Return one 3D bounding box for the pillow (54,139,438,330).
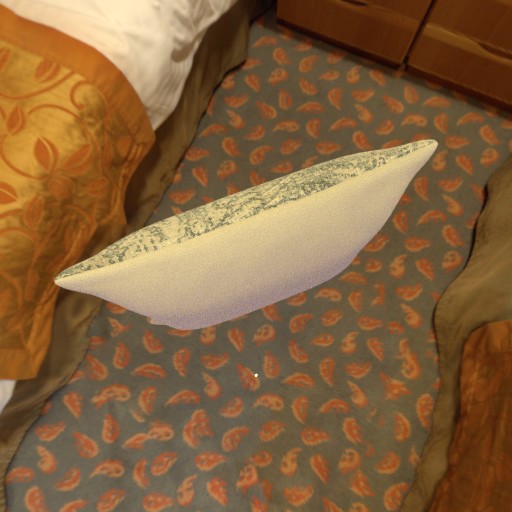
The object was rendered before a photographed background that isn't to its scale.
[{"bbox_3d":[0.000,0.000,0.800,0.523,0.510,0.166,-21,76,-5],"label":"pillow"}]
